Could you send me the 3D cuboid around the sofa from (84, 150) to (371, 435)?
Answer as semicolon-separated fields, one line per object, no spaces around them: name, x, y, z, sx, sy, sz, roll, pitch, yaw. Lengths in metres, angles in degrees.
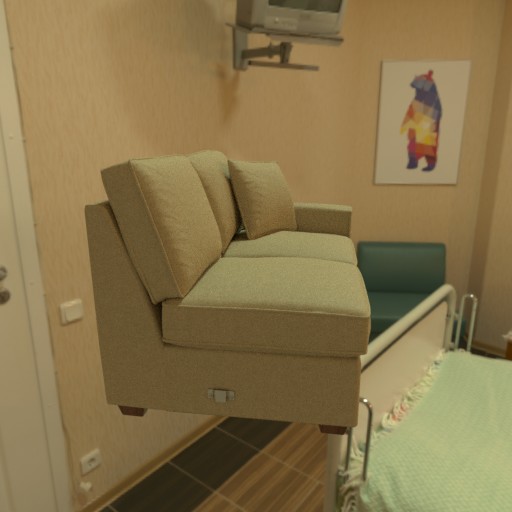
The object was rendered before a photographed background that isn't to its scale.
sofa;0.000;0.000;2.155;0.991;0.989;1.388;2;16;9
